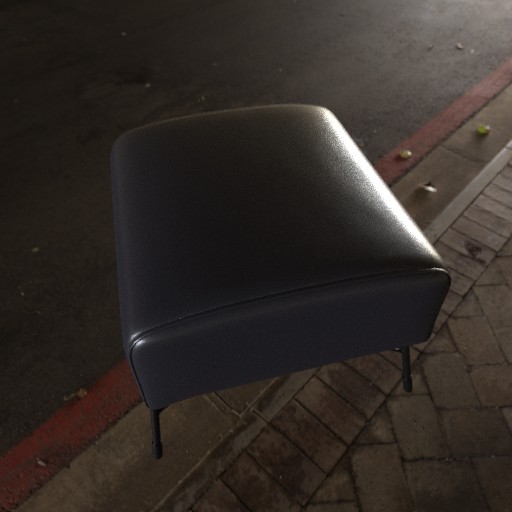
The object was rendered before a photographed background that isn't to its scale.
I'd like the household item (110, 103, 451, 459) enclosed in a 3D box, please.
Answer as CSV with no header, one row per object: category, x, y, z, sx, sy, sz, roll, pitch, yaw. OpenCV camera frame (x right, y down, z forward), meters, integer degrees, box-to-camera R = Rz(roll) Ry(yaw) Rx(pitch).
household item,0.000,0.000,0.887,0.530,0.410,0.530,-11,48,-10
